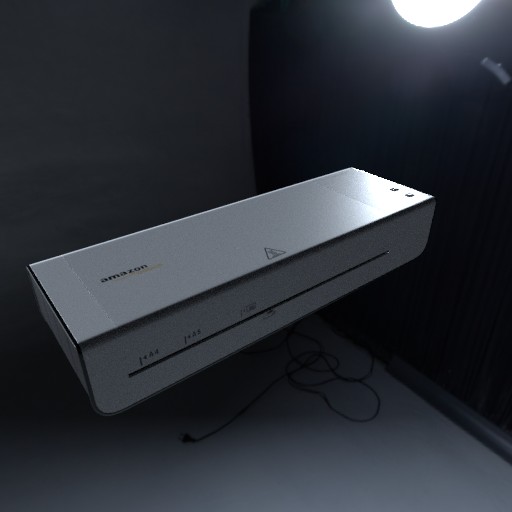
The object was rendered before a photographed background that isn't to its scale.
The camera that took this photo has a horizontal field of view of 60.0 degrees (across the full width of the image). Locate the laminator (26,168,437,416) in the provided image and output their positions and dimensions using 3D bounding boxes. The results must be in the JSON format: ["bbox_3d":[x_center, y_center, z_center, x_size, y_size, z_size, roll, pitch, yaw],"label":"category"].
[{"bbox_3d":[0.000,0.000,0.388,0.340,0.062,0.123,-21,37,-32],"label":"laminator"}]
